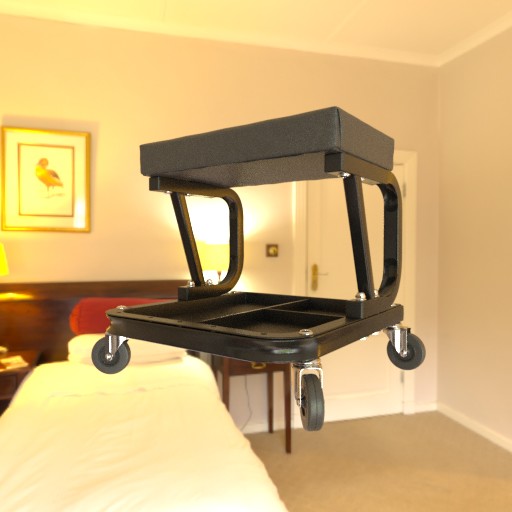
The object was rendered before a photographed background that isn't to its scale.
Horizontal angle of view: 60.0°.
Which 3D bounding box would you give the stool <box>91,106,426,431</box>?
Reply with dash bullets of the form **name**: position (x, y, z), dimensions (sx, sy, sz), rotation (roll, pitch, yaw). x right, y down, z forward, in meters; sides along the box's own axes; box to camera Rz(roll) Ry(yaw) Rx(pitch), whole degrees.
- **stool**: position (0.000, 0.000, 0.718), dimensions (0.446, 0.380, 0.371), rotation (1, 2, 36)
